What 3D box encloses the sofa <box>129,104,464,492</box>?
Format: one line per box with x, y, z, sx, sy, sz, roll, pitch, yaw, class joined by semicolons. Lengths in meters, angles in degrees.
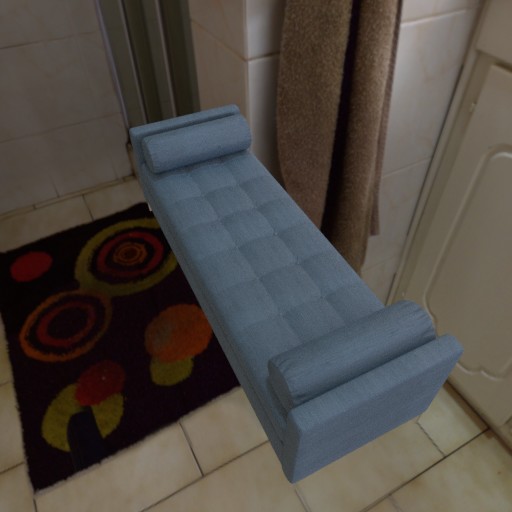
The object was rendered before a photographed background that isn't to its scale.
0.000;0.000;2.284;0.686;0.635;1.981;-20;50;-18;sofa
